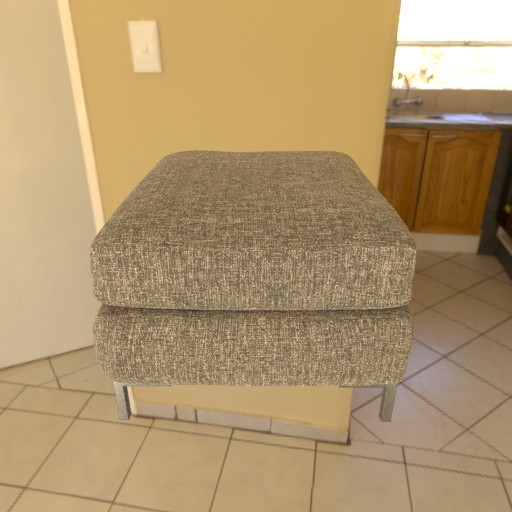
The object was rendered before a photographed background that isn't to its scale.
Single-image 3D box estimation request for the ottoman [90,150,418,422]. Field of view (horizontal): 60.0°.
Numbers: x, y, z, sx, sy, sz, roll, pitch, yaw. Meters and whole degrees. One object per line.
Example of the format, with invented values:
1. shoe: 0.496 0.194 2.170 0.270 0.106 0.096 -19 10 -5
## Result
1. ottoman: 0.000 0.000 1.237 0.683 0.480 0.828 0 25 0
